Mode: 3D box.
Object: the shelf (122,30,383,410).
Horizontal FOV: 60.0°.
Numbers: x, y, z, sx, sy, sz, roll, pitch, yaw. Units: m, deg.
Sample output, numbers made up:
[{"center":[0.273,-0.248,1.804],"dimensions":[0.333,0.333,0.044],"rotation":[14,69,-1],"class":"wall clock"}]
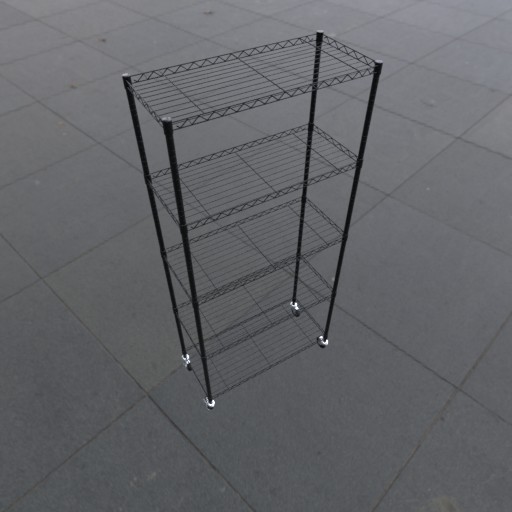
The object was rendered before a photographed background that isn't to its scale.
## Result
[{"center":[0.000,0.000,1.948],"dimensions":[0.762,1.645,0.356],"rotation":[-23,50,-21],"class":"shelf"}]
